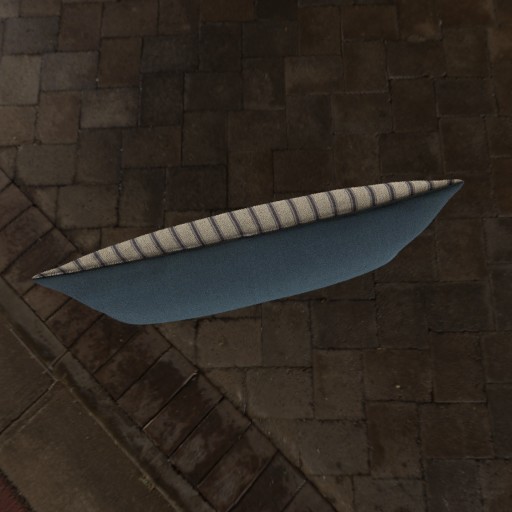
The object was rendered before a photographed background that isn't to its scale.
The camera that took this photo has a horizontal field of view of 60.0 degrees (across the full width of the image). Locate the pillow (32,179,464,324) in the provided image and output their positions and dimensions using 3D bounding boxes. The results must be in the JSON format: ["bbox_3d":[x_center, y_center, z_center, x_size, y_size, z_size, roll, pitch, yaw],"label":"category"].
[{"bbox_3d":[0.000,0.000,0.746,0.609,0.305,0.151,-13,76,-3],"label":"pillow"}]
